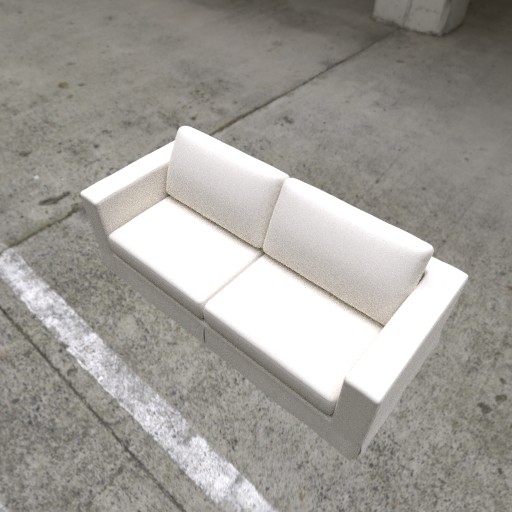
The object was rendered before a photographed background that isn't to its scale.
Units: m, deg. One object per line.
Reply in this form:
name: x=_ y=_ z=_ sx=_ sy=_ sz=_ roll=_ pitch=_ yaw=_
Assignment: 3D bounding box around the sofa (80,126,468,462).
sofa: x=0.000 y=0.000 z=2.689 sx=2.163 sy=0.881 sz=0.954 roll=32 pitch=54 yaw=27
